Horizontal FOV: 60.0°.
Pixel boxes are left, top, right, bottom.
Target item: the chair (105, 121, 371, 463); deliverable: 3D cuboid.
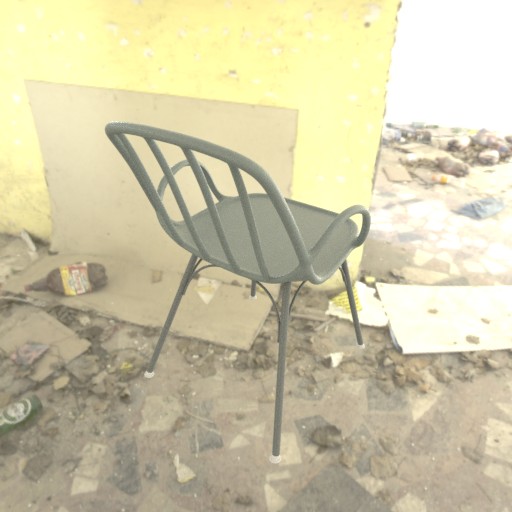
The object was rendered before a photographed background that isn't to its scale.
[{"bbox_3d":[0.000,0.000,1.219,0.549,0.816,0.597,21,37,31],"label":"chair"}]
